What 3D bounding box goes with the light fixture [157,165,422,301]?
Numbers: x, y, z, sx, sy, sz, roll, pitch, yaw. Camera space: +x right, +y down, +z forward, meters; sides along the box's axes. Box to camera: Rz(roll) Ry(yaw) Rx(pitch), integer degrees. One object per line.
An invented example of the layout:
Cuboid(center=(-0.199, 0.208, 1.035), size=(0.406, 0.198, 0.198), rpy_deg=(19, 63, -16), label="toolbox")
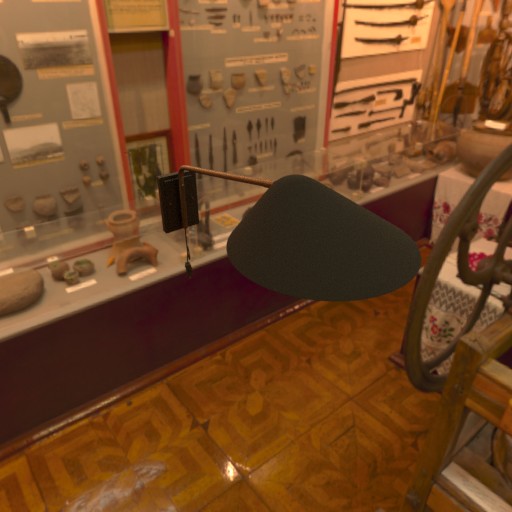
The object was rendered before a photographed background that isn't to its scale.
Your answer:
Cuboid(center=(0.000, 0.000, 0.695), size=(0.240, 0.312, 0.516), rpy_deg=(-21, 36, -31), label="light fixture")
